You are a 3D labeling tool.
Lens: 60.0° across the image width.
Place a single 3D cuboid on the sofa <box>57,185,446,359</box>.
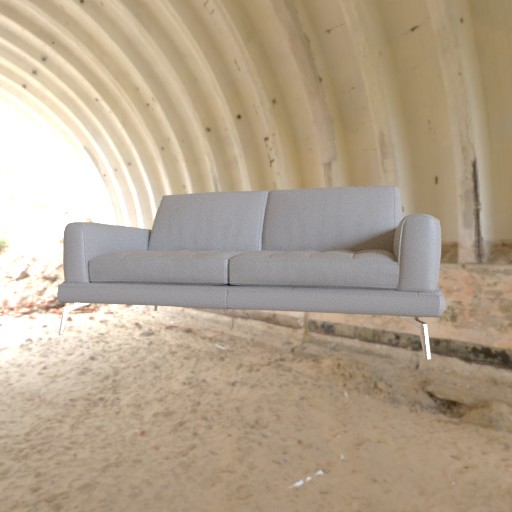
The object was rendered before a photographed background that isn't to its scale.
[{"bbox_3d":[0.000,0.000,2.821,2.177,0.930,1.121,0,1,17],"label":"sofa"}]
